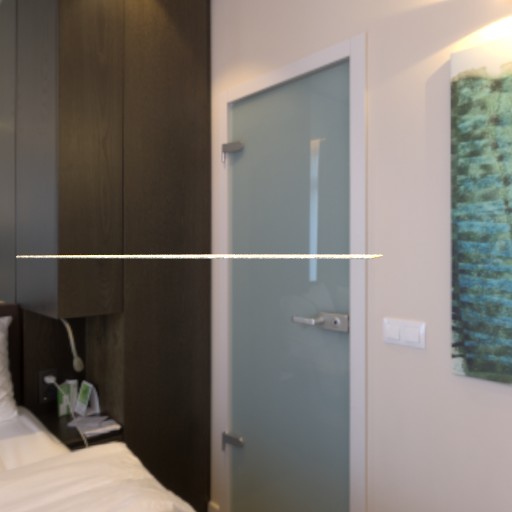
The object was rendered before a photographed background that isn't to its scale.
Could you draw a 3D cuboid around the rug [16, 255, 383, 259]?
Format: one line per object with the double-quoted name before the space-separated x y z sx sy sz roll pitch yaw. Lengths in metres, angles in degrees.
"rug" 0.000 0.000 2.256 1.211 0.007 1.827 0 0 17
